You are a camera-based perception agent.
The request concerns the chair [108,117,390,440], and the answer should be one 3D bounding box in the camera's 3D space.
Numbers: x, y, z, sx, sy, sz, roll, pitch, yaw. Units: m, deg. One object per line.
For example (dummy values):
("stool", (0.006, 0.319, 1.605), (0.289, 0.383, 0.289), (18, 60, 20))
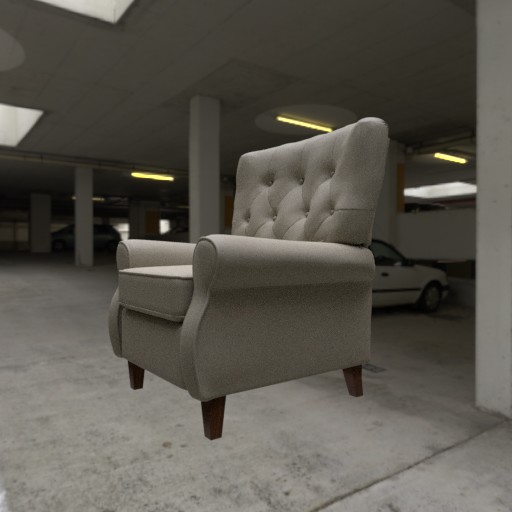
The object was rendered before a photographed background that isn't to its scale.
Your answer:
("chair", (0.000, 0.000, 1.925), (1.059, 1.158, 0.943), (0, 1, -37))
